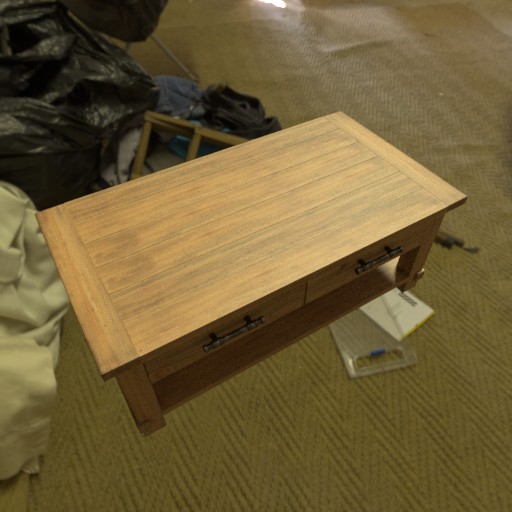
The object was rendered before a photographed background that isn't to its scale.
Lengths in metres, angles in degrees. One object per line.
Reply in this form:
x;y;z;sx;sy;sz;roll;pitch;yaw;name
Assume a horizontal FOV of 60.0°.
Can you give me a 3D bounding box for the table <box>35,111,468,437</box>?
0.000;0.000;1.644;1.270;0.494;0.693;-24;51;-21;table
